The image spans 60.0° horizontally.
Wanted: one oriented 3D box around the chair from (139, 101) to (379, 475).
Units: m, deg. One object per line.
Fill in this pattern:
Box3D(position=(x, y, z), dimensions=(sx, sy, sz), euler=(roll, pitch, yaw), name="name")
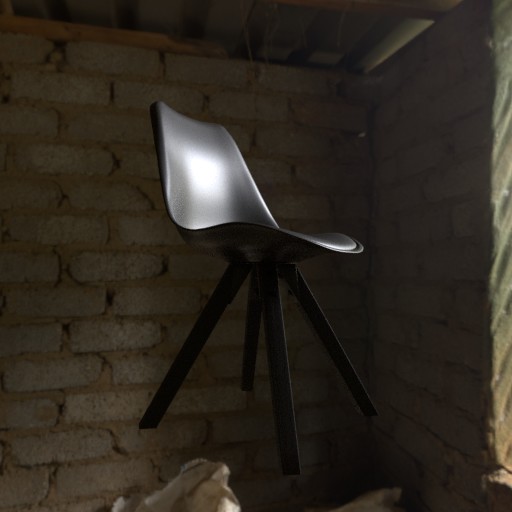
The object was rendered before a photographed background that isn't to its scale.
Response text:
Box3D(position=(0.000, 0.000, 1.159), dimensions=(0.530, 0.850, 0.485), euler=(-1, -2, 36), name="chair")
